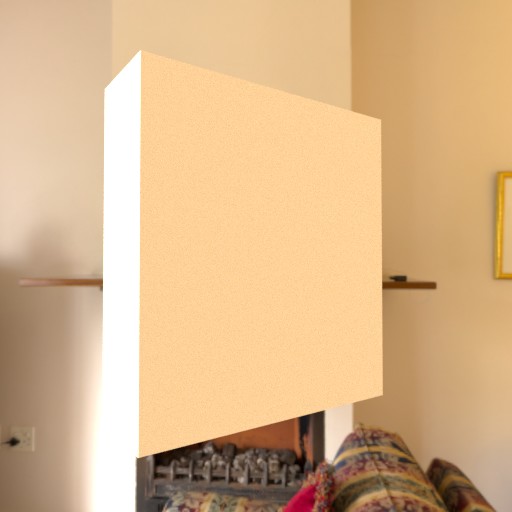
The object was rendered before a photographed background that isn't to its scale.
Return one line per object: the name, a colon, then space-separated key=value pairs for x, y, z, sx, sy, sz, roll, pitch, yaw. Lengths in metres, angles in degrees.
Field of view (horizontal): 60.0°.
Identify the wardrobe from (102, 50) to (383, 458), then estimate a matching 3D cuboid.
wardrobe: x=0.000 y=0.000 z=2.961 sx=1.830 sy=2.020 sz=0.600 roll=1 pitch=-2 yaw=-35
